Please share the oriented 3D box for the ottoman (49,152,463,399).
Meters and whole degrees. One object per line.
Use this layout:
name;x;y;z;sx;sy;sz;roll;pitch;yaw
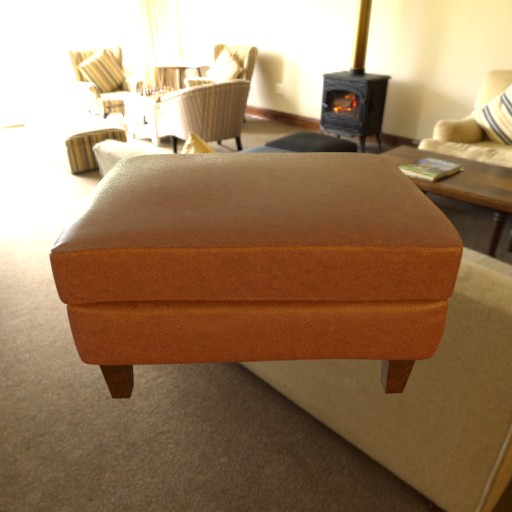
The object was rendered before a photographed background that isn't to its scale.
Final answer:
ottoman;0.000;0.000;1.234;0.851;0.485;0.650;-1;29;-1
